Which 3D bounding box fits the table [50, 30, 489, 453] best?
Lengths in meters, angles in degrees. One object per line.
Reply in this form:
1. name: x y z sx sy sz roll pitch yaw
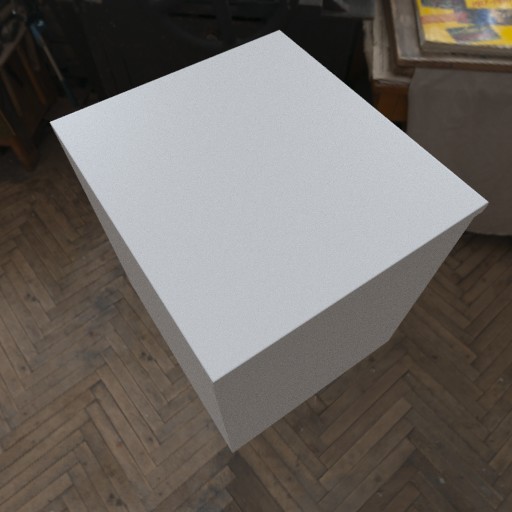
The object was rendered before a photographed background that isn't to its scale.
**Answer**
1. table: 0.000 0.000 0.751 0.380 0.460 0.420 -30 63 -17
